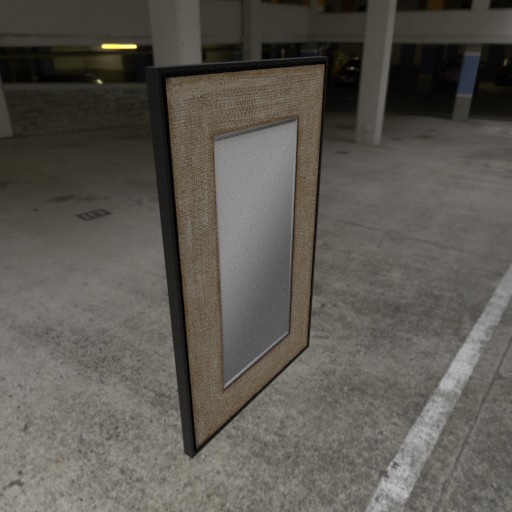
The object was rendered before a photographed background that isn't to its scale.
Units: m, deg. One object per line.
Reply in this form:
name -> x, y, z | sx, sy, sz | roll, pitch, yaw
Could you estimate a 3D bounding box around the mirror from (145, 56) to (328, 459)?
mirror -> 0.000, 0.000, 1.510 | 0.038, 1.219, 0.762 | 19, 32, 33
